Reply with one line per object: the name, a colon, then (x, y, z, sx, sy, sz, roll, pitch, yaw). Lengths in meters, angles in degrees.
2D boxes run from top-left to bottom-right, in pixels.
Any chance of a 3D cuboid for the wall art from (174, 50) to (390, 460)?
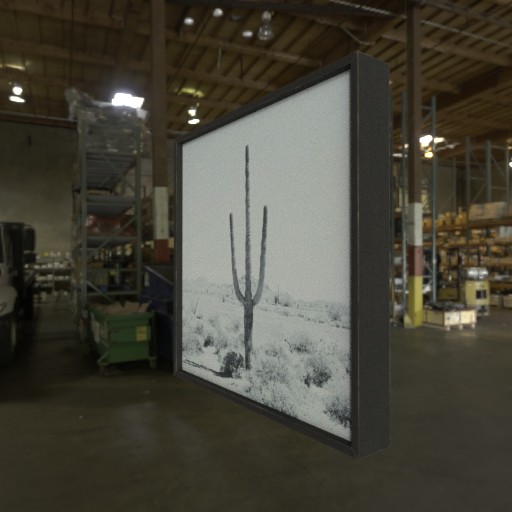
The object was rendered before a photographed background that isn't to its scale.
wall art: (0.000, 0.000, 0.463, 0.038, 0.305, 0.305, 0, -1, -37)
